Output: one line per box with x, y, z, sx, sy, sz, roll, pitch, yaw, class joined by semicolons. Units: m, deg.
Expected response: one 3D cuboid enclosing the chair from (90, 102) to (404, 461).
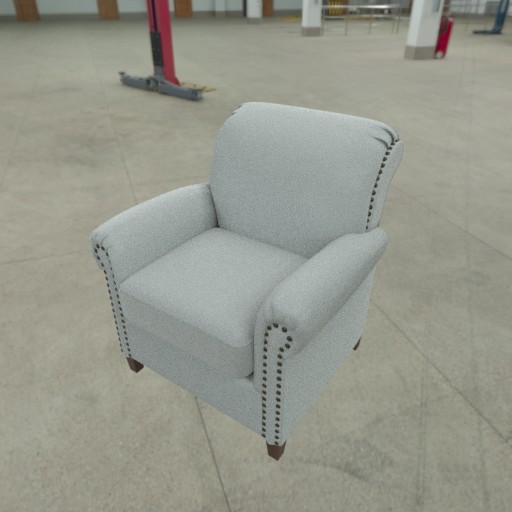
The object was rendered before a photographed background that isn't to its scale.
0.000;0.000;1.625;0.854;0.927;0.890;20;37;29;chair
